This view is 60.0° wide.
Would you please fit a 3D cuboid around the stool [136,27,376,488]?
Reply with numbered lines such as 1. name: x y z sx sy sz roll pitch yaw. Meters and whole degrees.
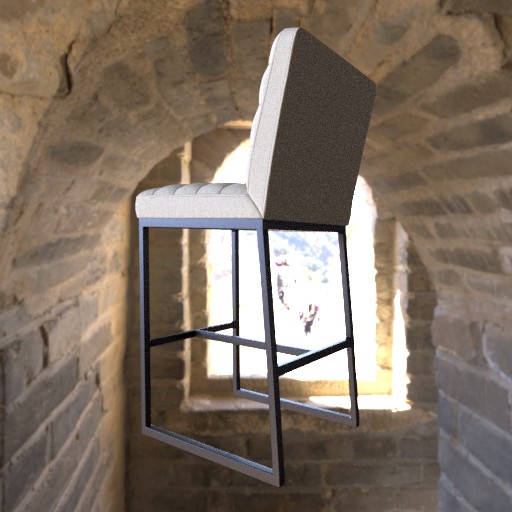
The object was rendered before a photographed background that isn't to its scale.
1. stool: 0.000 0.000 1.307 0.560 1.040 0.460 1 2 37
